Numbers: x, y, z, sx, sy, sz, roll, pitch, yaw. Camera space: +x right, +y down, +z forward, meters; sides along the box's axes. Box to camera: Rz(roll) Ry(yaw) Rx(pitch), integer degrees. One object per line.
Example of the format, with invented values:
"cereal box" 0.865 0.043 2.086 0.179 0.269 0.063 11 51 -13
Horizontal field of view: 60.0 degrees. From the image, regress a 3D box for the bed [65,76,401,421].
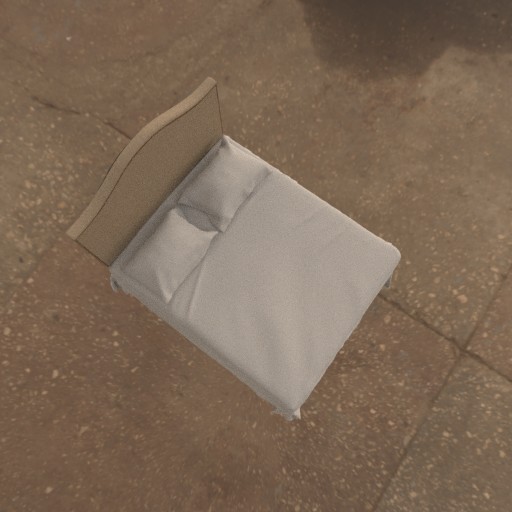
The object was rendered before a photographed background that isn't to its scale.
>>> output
"bed" 0.000 0.000 3.627 2.221 1.645 1.876 36 77 10
